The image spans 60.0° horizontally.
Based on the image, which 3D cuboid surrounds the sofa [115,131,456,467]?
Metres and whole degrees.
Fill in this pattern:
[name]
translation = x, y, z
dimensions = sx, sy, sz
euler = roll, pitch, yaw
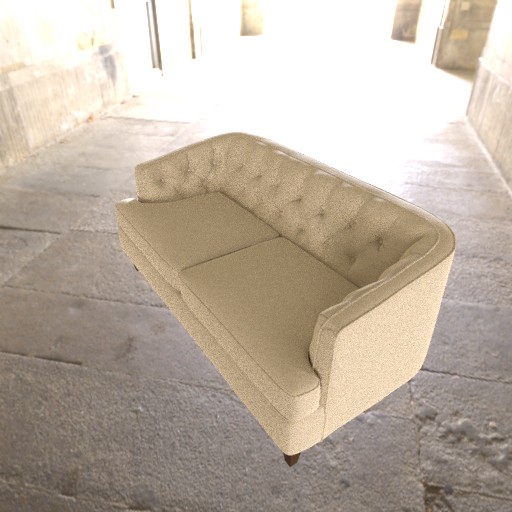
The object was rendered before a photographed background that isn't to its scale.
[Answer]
[sofa]
translation = 0.000, 0.000, 2.245
dimensions = 0.941, 0.855, 1.733
euler = -20, 37, -28
